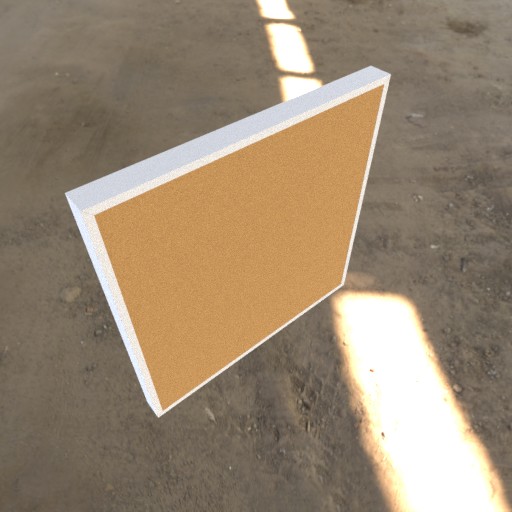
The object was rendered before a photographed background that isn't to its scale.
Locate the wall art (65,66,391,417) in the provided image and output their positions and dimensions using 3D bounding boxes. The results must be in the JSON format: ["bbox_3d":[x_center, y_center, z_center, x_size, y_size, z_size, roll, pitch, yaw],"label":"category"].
[{"bbox_3d":[0.000,0.000,0.460,0.304,0.304,0.024,-31,54,-26],"label":"wall art"}]
